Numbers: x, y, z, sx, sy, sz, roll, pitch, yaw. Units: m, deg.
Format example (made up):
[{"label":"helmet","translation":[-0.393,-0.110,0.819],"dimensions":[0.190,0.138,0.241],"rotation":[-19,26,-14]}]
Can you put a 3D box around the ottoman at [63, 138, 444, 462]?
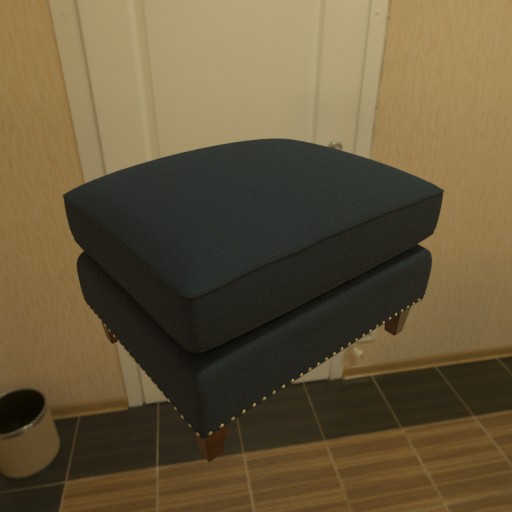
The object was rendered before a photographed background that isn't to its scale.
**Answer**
[{"label":"ottoman","translation":[0.000,0.000,1.143],"dimensions":[0.741,0.513,0.584],"rotation":[-22,36,-34]}]
